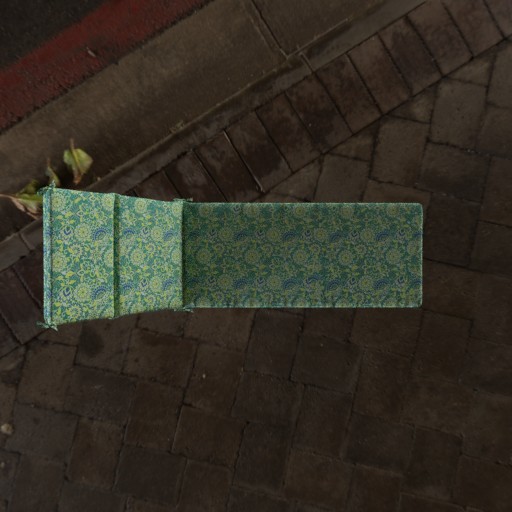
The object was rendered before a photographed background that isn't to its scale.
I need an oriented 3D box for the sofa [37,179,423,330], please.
[{"bbox_3d":[0.000,0.000,1.954,1.663,0.622,0.582,0,91,0],"label":"sofa"}]
